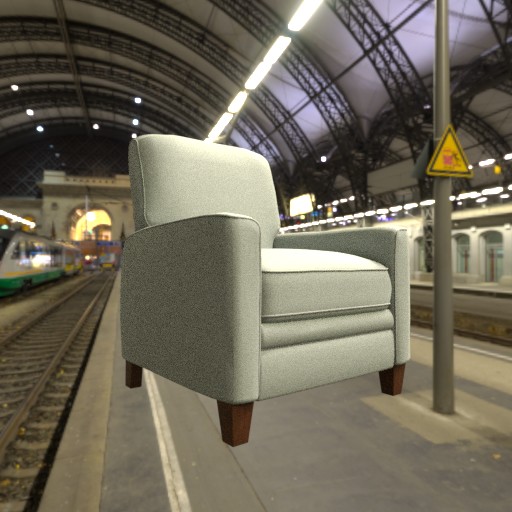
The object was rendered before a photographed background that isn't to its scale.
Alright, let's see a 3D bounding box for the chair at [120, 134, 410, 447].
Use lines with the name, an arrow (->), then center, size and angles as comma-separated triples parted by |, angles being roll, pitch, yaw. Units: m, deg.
chair -> 0.000, 0.000, 1.689 | 0.853, 1.007, 0.846 | 0, -1, -38
